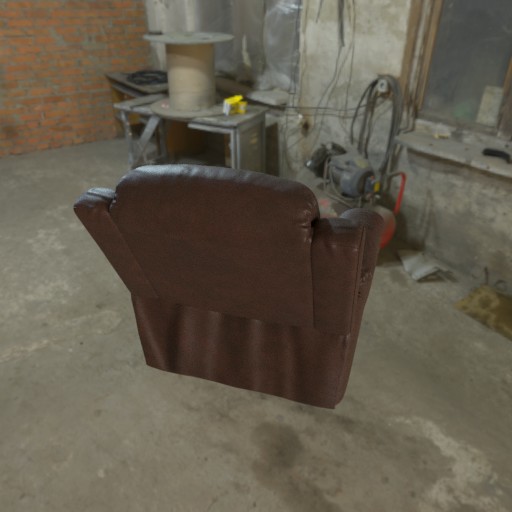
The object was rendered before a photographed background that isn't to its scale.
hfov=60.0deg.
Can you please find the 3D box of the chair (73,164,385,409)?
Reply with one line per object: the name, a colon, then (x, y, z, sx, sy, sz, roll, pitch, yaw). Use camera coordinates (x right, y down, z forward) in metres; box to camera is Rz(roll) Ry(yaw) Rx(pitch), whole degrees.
chair: (0.000, 0.000, 1.258, 0.680, 0.702, 0.707, 9, 32, 14)
